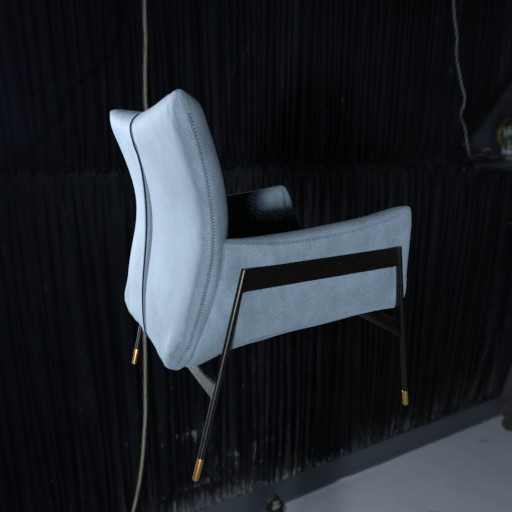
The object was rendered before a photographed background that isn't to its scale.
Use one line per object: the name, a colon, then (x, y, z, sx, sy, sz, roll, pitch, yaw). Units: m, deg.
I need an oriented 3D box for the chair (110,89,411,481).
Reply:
chair: (0.000, 0.000, 1.339, 0.709, 0.858, 0.678, -7, 16, -27)
